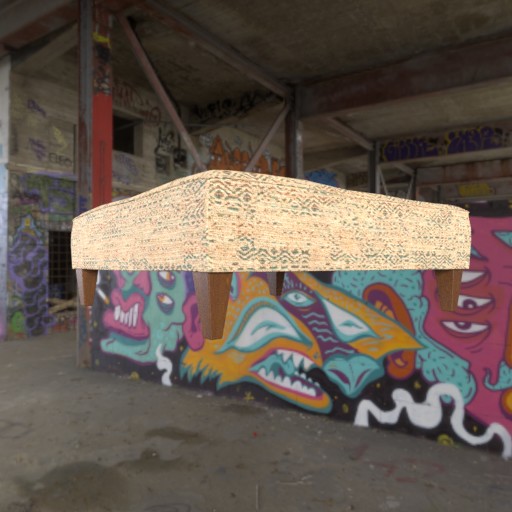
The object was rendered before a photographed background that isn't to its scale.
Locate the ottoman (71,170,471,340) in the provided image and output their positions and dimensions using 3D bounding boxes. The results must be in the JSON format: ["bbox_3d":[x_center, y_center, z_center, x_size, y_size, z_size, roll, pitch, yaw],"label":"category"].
[{"bbox_3d":[0.000,0.000,1.519,0.968,0.356,1.004,1,-1,-37],"label":"ottoman"}]
